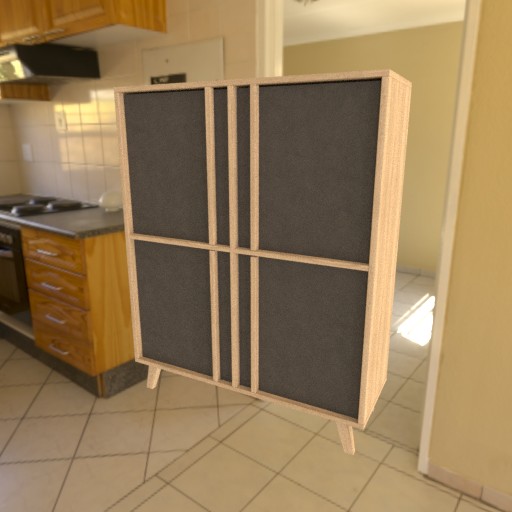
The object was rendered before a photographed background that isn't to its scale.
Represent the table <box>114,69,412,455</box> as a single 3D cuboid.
[{"bbox_3d":[0.000,0.000,1.919,1.111,1.388,0.398,8,17,27],"label":"table"}]
